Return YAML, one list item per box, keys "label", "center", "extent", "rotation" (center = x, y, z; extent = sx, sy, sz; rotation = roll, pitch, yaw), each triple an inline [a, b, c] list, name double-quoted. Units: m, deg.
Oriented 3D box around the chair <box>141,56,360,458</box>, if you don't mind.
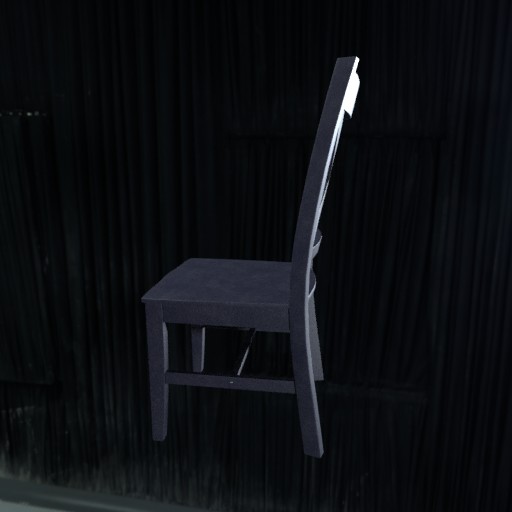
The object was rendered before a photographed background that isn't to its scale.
- label: "chair"
  center: [0.000, 0.000, 1.302]
  extent: [0.542, 0.983, 0.485]
  rotation: [2, 13, 8]
